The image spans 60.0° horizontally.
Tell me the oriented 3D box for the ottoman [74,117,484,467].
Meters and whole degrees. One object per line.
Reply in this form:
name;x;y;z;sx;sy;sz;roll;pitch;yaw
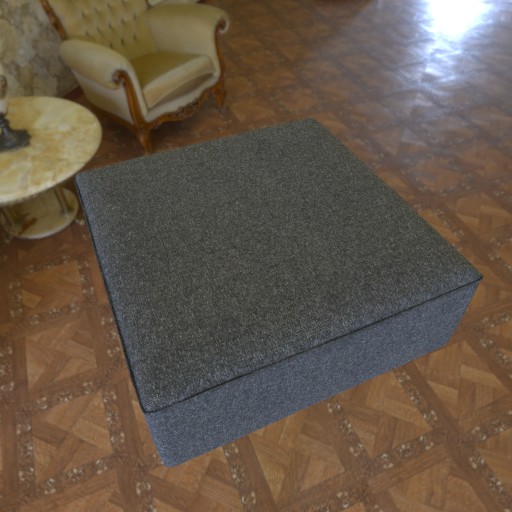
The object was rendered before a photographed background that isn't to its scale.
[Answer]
ottoman;0.000;0.000;1.556;1.021;0.423;1.017;-18;49;-16
